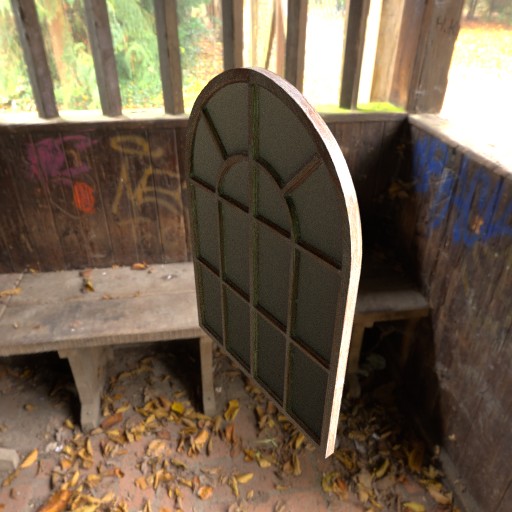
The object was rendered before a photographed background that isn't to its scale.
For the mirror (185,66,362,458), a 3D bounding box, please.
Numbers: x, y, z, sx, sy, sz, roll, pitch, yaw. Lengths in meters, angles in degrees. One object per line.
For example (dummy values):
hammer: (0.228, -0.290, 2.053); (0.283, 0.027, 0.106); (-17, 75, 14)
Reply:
mirror: (0.000, 0.000, 1.163); (0.032, 0.920, 0.660); (-21, 38, -30)
